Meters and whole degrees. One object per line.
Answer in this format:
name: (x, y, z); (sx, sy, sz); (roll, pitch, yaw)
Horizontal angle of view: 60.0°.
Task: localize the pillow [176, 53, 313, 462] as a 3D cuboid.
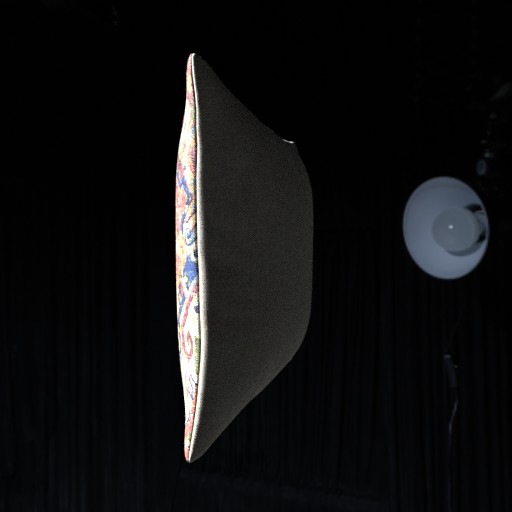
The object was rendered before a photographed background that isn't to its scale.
pillow: (0.000, 0.000, 0.789); (0.166, 0.506, 0.523); (1, 2, 18)
